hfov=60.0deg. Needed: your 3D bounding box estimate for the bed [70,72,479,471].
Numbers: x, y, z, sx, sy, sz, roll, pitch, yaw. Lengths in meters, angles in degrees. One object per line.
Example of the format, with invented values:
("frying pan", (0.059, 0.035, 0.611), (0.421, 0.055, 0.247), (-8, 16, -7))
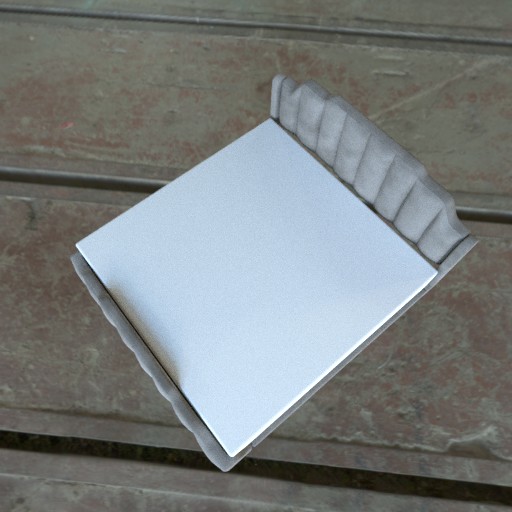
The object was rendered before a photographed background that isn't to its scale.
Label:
("bed", (0.000, 0.000, 3.450), (2.340, 1.245, 2.074), (-37, 70, -16))
